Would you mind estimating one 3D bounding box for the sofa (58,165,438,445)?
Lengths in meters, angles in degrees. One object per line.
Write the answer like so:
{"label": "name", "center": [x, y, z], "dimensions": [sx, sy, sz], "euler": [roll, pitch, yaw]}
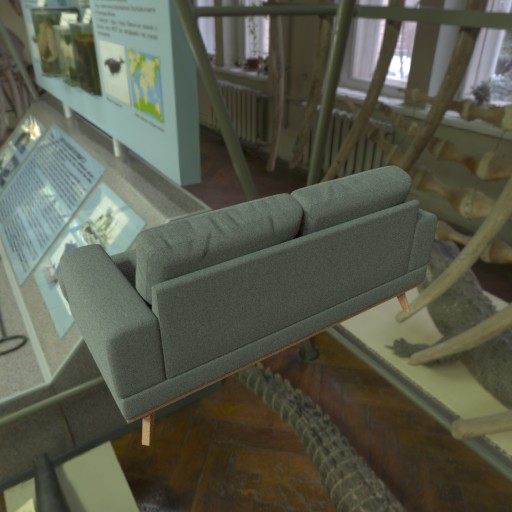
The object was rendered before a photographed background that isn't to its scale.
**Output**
{"label": "sofa", "center": [0.000, 0.000, 2.101], "dimensions": [1.650, 0.810, 0.785], "euler": [-18, 35, -29]}
